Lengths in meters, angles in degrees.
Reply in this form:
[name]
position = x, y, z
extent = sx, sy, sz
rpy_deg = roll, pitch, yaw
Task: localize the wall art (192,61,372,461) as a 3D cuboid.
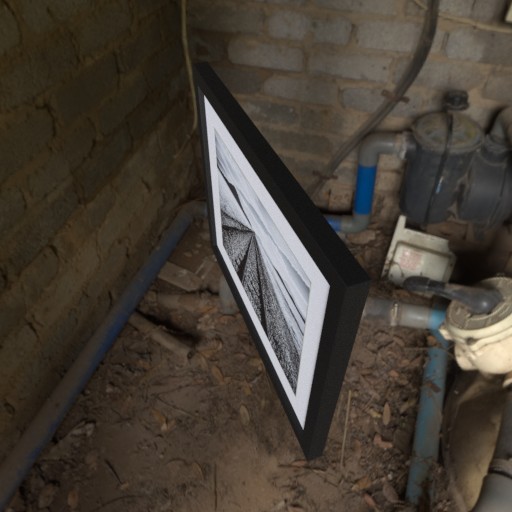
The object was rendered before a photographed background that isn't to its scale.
[wall art]
position = 0.000, 0.000, 0.775
extent = 0.029, 0.458, 0.559
rpy_deg = -15, 48, -15
